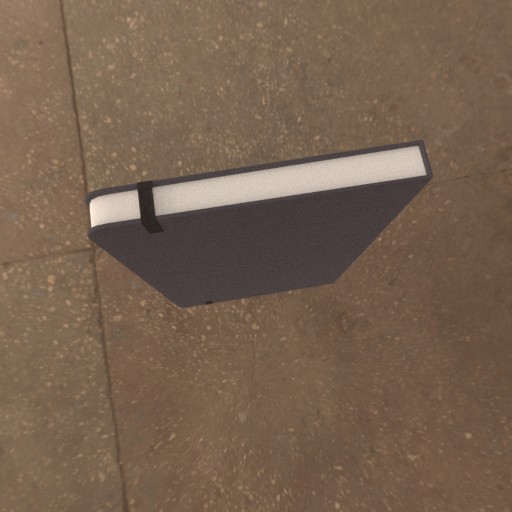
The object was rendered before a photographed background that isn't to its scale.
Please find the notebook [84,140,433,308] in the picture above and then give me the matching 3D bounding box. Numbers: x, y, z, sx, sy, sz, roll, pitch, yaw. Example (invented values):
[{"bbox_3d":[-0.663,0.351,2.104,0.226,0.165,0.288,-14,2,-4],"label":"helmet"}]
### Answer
[{"bbox_3d":[0.000,0.000,0.261,0.127,0.213,0.016,-9,76,-2],"label":"notebook"}]
